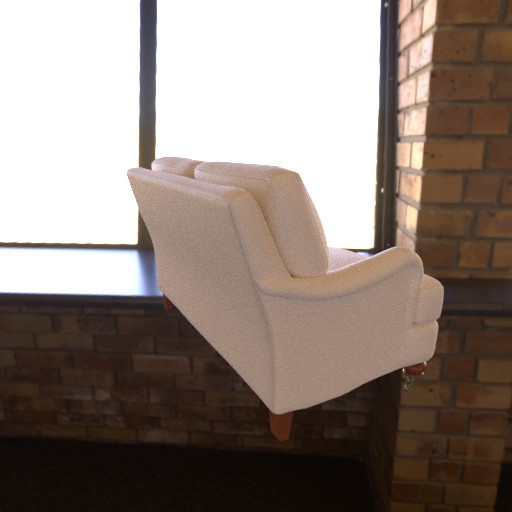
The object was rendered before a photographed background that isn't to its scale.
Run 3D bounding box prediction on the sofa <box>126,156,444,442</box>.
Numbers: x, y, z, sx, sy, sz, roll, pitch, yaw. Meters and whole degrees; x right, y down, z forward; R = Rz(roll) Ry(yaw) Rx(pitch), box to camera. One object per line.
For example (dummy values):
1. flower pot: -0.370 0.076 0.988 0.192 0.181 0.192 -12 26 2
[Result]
1. sofa: 0.000 0.000 2.568 1.084 1.101 1.853 -7 16 -26
